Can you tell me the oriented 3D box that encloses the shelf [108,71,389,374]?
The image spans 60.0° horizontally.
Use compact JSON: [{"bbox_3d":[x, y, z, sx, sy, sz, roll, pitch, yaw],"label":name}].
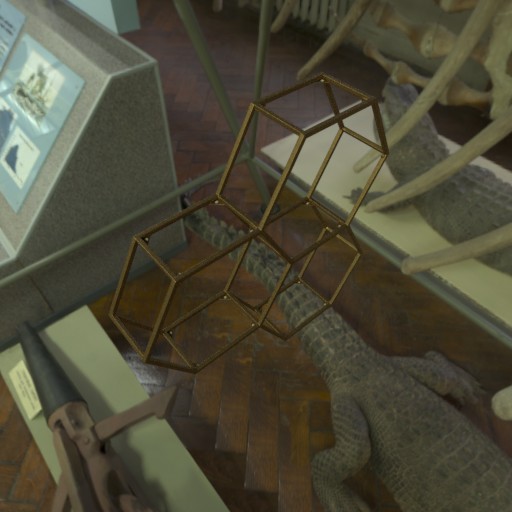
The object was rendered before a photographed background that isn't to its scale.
[{"bbox_3d":[0.000,0.000,1.071,0.708,0.701,0.150,-32,55,-26],"label":"shelf"}]
